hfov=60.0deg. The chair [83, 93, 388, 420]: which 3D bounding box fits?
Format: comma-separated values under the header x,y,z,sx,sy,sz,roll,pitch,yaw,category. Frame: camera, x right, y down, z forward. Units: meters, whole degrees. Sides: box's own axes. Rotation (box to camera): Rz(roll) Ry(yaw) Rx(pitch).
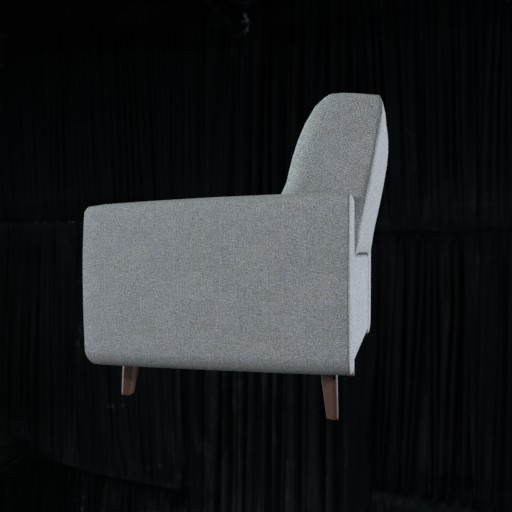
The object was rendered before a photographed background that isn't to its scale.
x,y,z,sx,sy,sz,roll,pitch,yaw,category
0.000,0.000,1.665,0.942,0.968,0.845,0,1,18,chair
